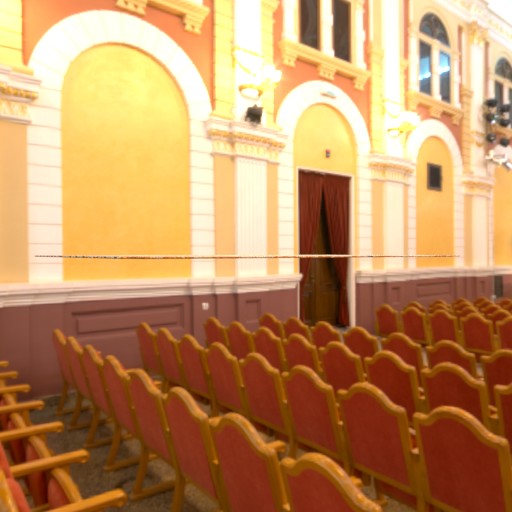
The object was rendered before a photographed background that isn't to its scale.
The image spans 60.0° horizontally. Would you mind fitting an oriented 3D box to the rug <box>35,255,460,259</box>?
[{"bbox_3d":[0.000,0.000,2.973,2.428,0.010,1.533,0,0,-37],"label":"rug"}]
